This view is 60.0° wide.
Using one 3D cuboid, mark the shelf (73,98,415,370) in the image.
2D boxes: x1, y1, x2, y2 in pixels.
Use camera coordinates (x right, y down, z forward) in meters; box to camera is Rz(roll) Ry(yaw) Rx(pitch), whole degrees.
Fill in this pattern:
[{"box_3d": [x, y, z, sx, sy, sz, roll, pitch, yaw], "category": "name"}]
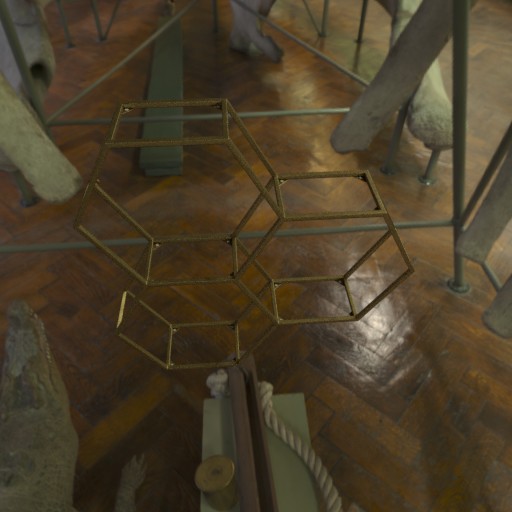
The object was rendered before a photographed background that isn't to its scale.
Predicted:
[{"box_3d": [0.000, 0.000, 1.035, 0.708, 0.701, 0.150, -3, 45, -3], "category": "shelf"}]
